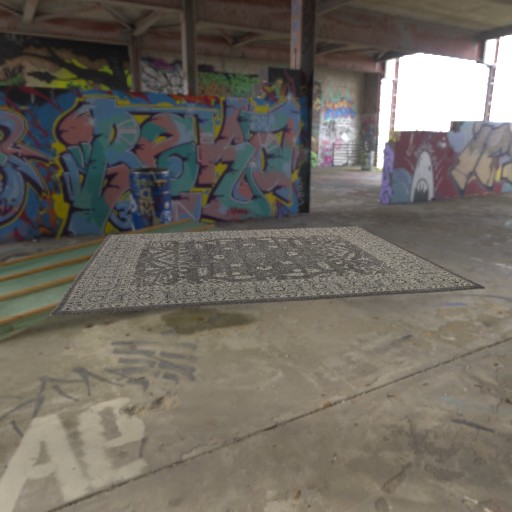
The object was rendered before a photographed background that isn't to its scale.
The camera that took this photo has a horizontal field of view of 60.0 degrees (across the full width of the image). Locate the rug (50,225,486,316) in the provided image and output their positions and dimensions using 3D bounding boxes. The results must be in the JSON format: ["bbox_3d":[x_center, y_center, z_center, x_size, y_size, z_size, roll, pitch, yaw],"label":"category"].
[{"bbox_3d":[0.000,0.000,4.205,3.069,0.026,2.451,-2,15,-9],"label":"rug"}]
